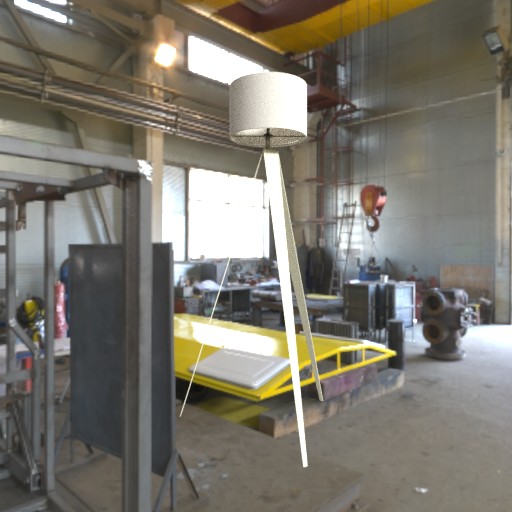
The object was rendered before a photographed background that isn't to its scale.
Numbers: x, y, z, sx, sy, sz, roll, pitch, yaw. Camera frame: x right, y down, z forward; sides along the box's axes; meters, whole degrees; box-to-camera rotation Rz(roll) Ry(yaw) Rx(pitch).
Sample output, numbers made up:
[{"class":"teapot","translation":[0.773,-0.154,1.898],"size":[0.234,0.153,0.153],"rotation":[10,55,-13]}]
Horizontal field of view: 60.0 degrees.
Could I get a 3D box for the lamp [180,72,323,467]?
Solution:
[{"class":"lamp","translation":[0.000,0.000,1.958],"size":[0.716,1.524,0.724],"rotation":[0,0,-1]}]
